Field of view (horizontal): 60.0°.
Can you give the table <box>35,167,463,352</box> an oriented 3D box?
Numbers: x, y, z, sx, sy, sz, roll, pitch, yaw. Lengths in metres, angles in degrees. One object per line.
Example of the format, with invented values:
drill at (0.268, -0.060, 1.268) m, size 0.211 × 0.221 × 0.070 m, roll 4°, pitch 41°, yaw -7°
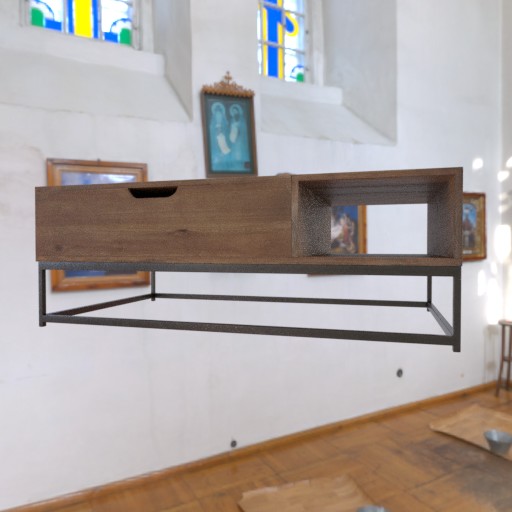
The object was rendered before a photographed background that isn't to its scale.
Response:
table at (0.000, 0.000, 1.405) m, size 1.101 × 0.395 × 0.655 m, roll 0°, pitch 1°, yaw 16°
